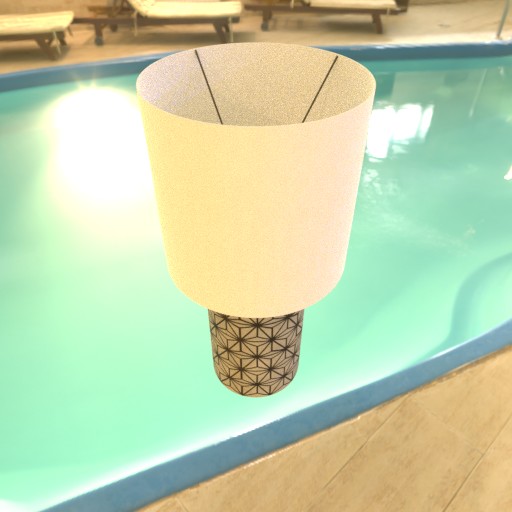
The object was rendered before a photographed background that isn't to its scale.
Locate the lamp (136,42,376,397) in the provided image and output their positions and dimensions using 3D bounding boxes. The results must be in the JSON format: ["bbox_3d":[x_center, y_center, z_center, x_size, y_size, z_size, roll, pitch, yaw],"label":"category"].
[{"bbox_3d":[0.000,0.000,0.524,0.206,0.416,0.206,-26,47,-27],"label":"lamp"}]
